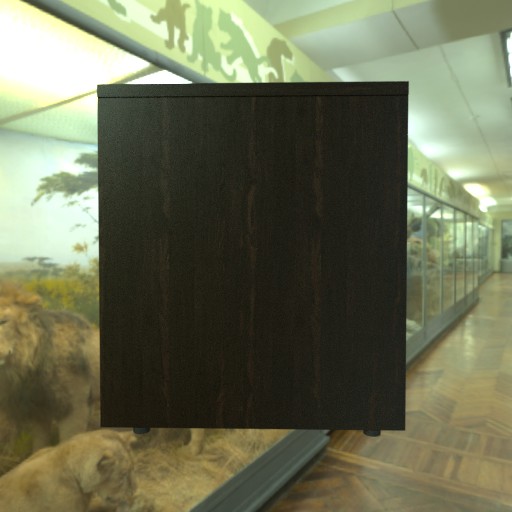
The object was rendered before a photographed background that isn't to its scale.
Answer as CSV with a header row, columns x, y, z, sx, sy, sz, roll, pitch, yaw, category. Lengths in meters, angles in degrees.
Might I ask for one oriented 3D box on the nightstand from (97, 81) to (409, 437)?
x,y,z,sx,sy,sz,roll,pitch,yaw,category
0.000,0.000,0.856,0.427,0.487,0.489,0,2,1,nightstand
